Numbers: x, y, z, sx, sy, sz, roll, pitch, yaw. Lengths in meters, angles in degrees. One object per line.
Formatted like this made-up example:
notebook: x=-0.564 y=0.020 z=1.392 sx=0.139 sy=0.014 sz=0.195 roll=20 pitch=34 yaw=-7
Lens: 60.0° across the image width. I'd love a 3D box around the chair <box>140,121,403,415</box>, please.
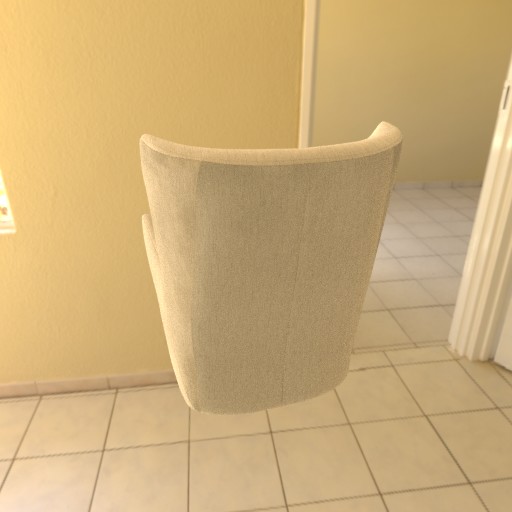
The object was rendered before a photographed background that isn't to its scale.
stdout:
chair: x=0.000 y=0.000 z=1.671 sx=0.779 sy=1.000 sz=0.904 roll=-7 pitch=26 yaw=-15
